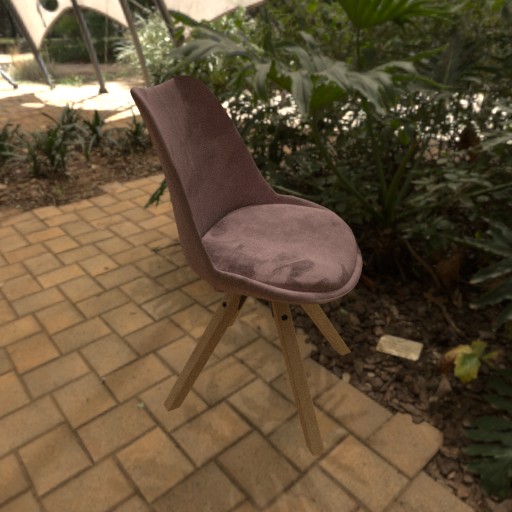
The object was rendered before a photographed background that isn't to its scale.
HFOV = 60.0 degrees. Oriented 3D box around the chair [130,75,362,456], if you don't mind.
[{"bbox_3d":[0.000,0.000,1.179,0.550,0.850,0.485,10,31,17],"label":"chair"}]
